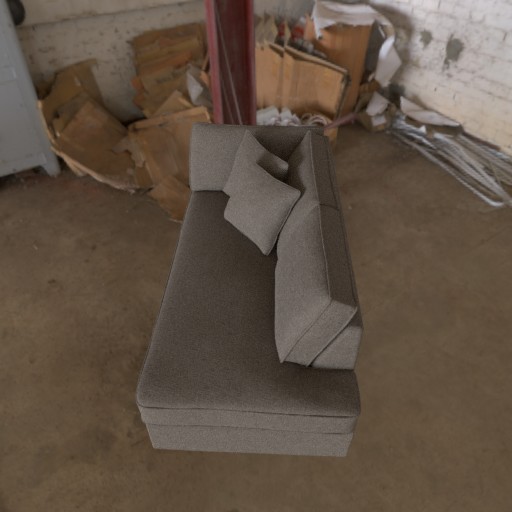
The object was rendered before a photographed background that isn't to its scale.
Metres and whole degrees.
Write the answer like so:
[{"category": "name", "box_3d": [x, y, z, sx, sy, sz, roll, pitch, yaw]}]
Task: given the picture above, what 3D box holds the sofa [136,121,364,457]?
[{"category": "sofa", "box_3d": [0.000, 0.000, 2.909, 1.110, 1.033, 2.237, 1, 42, 2]}]
